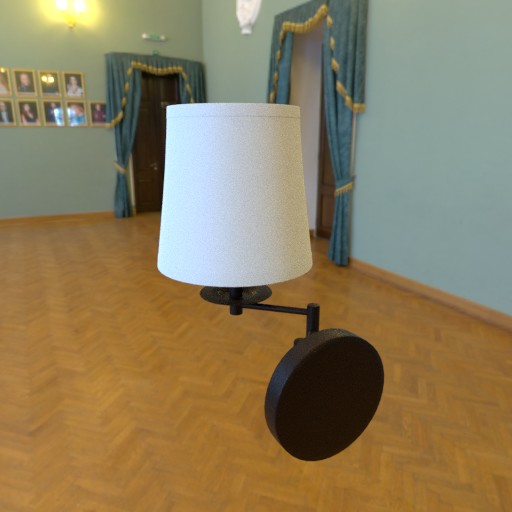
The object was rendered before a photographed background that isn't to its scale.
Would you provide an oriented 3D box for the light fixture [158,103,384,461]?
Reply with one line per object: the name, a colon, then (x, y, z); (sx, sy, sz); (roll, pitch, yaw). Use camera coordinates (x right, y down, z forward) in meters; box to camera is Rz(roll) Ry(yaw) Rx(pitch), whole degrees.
light fixture: (0.000, 0.000, 0.265); (0.100, 0.172, 0.157); (-8, 17, -28)
